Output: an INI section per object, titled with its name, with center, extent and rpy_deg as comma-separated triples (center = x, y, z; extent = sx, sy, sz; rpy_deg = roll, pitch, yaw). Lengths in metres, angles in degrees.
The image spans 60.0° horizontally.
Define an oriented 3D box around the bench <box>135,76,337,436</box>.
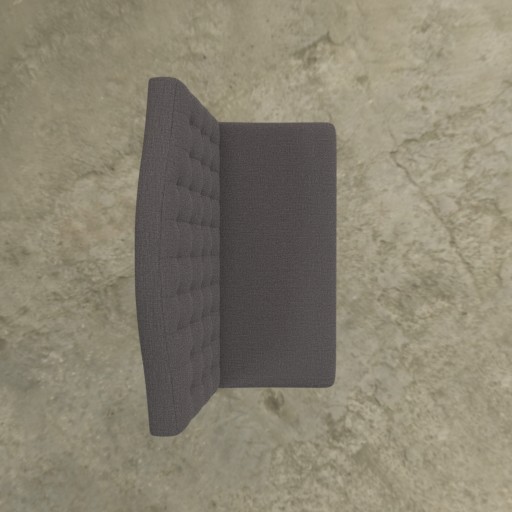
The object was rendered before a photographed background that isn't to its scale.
[bench]
center = 0.000, 0.000, 2.065
extent = 0.815, 1.180, 1.335
rpy_deg = 0, 91, 0
